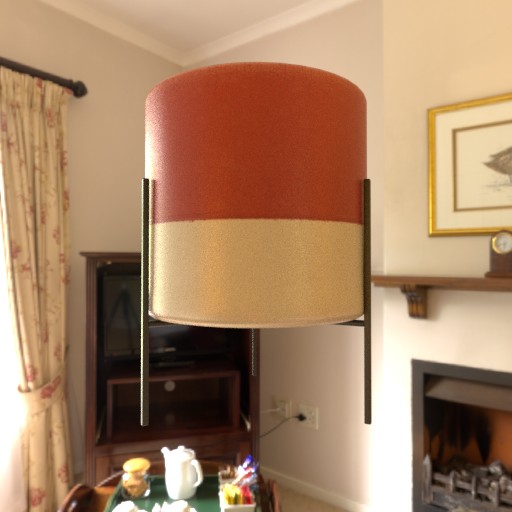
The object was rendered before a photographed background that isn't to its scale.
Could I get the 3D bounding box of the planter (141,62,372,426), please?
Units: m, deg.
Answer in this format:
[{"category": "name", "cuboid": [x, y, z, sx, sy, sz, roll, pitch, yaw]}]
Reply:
[{"category": "planter", "cuboid": [0.000, 0.000, 0.705, 0.345, 0.465, 0.354, 0, -1, -1]}]
